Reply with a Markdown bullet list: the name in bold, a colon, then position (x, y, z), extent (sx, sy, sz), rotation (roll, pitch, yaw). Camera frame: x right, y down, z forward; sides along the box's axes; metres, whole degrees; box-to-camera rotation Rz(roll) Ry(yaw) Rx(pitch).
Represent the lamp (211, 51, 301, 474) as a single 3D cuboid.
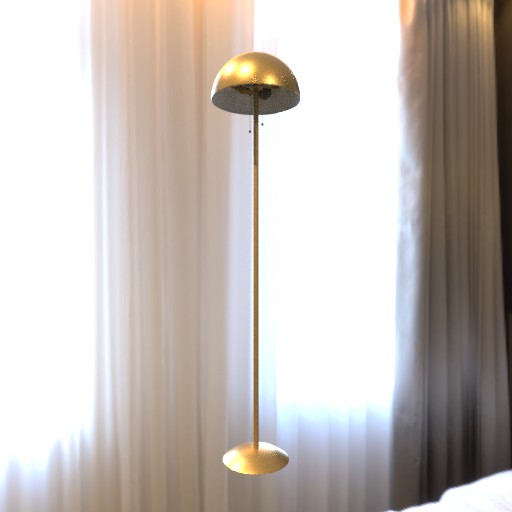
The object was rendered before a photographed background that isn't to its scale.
- **lamp**: position (0.000, 0.000, 1.620), extent (0.328, 1.480, 0.328), rotation (0, 0, 37)
